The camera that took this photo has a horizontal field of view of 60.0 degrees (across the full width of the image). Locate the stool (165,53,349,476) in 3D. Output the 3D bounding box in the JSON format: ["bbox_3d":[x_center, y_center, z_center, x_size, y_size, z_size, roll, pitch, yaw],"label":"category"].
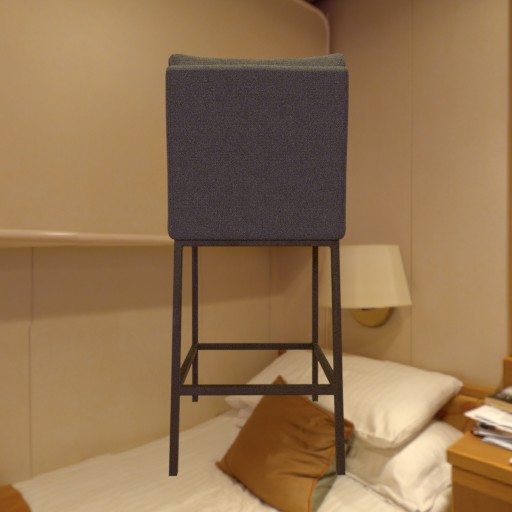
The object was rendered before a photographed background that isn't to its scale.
[{"bbox_3d":[0.000,0.000,1.308,0.463,1.031,0.569,0,1,-1],"label":"stool"}]
